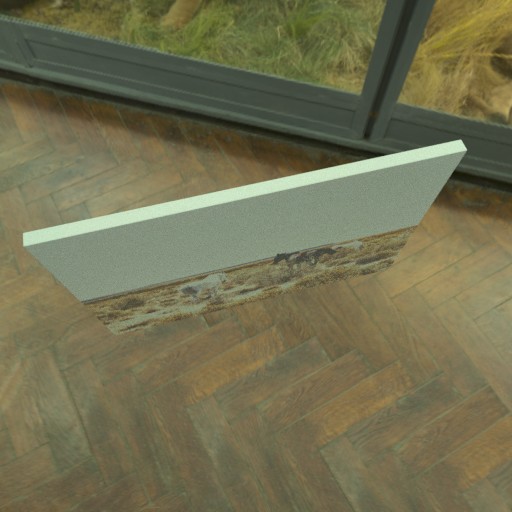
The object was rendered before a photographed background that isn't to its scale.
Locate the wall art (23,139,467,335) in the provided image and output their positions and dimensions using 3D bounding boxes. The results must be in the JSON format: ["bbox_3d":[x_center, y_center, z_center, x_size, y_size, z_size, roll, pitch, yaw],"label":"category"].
[{"bbox_3d":[0.000,0.000,1.940,1.520,1.016,0.051,-13,65,-6],"label":"wall art"}]
